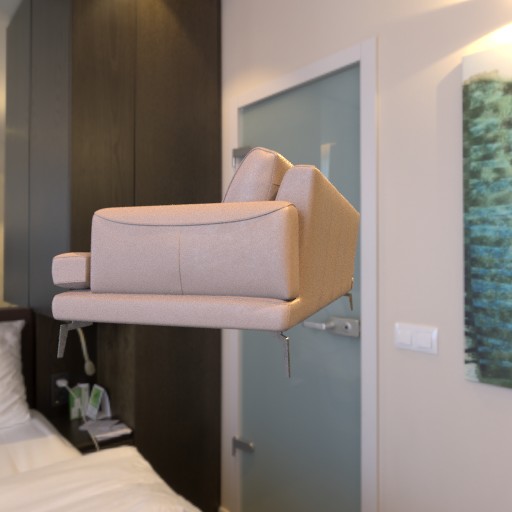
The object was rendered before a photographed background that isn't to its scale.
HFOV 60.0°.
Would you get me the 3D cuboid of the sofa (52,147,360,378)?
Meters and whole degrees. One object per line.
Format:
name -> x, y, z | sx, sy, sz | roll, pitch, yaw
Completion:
sofa -> 0.000, 0.000, 2.393 | 0.974, 0.765, 1.940 | 0, 0, 18
